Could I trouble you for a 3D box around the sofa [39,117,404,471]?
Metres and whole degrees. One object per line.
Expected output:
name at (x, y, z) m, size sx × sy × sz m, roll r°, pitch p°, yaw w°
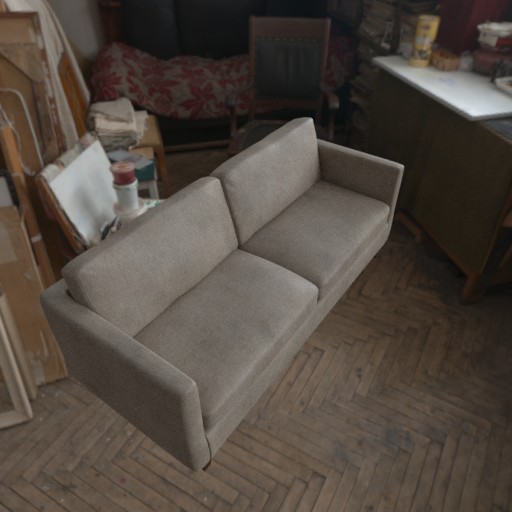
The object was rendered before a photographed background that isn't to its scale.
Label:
sofa at (0.000, 0.000, 2.686) m, size 0.951 × 0.965 × 2.208 m, roll 25°, pitch 46°, yaw 27°
